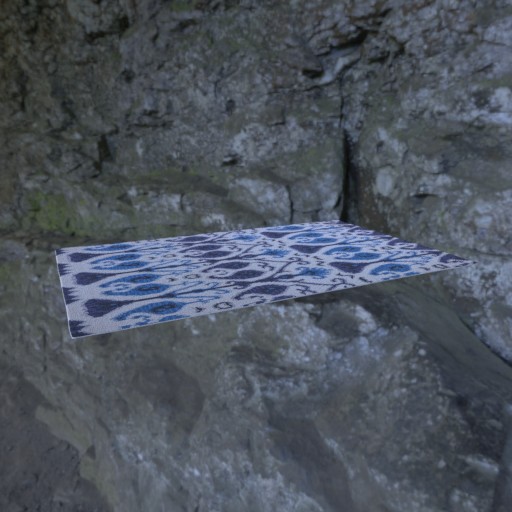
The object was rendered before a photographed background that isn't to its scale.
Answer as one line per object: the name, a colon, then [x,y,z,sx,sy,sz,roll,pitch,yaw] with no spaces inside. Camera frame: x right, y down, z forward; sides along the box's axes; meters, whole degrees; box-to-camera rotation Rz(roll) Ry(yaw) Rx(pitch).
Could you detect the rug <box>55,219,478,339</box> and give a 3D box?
rug: [0.000,0.000,2.086,1.698,0.013,1.072,-8,18,-25]
